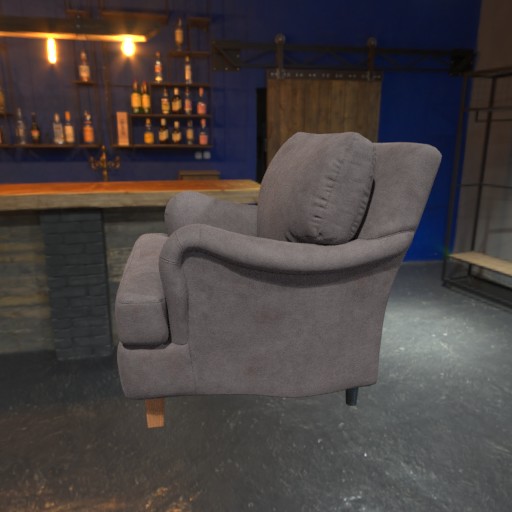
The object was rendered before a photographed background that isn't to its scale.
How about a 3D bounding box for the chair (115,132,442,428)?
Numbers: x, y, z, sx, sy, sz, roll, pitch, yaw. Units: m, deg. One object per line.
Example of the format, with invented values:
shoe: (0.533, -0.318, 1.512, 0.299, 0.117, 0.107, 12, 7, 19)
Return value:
chair: (0.000, 0.000, 1.850, 1.070, 0.997, 0.955, -3, 16, -10)
